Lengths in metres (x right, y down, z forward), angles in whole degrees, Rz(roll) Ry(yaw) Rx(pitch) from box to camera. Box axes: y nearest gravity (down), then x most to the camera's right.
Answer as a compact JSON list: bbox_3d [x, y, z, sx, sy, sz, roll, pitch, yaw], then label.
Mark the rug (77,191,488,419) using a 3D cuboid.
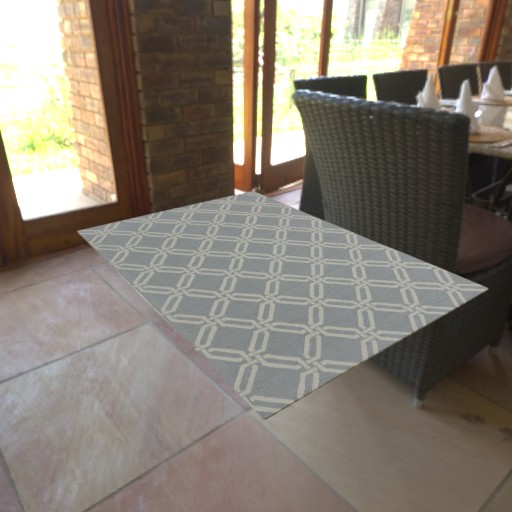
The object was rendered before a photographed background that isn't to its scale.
[{"bbox_3d":[0.000,0.000,2.729,1.522,0.013,2.133,-18,31,-33],"label":"rug"}]
